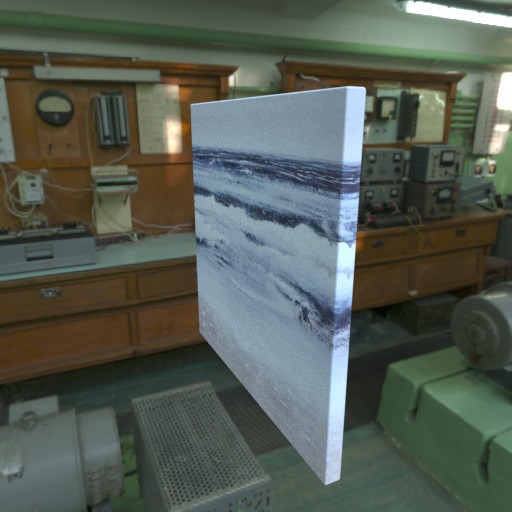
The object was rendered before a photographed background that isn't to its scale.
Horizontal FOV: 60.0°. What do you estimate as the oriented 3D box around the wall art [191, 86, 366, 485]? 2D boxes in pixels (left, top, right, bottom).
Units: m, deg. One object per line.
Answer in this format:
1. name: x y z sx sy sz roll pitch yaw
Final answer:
1. wall art: 0.000 0.000 1.114 0.065 0.747 0.755 -8 18 -25
